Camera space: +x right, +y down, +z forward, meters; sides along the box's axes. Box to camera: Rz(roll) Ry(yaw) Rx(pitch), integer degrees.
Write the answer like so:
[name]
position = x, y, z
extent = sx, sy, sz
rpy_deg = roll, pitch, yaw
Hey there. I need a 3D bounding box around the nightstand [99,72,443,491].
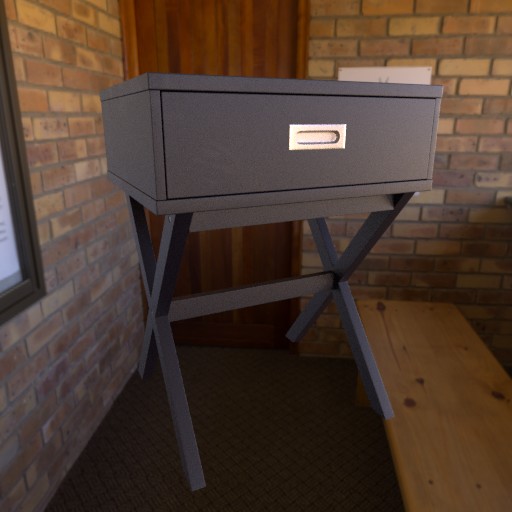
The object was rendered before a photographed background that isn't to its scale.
[nightstand]
position = 0.000, 0.000, 0.879
extent = 0.479, 0.623, 0.402
rpy_deg = -8, 19, -25
